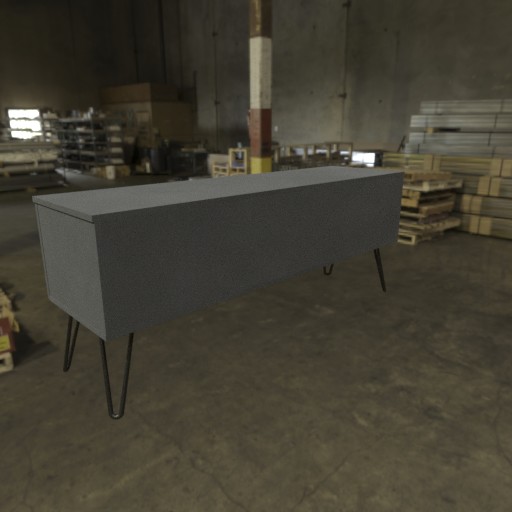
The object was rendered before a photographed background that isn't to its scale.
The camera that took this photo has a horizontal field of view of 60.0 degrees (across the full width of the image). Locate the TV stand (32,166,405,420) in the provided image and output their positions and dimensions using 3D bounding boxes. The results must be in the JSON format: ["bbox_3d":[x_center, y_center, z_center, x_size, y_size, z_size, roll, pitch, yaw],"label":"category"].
[{"bbox_3d":[0.000,0.000,1.669,1.400,0.560,0.400,-15,22,-42],"label":"TV stand"}]
